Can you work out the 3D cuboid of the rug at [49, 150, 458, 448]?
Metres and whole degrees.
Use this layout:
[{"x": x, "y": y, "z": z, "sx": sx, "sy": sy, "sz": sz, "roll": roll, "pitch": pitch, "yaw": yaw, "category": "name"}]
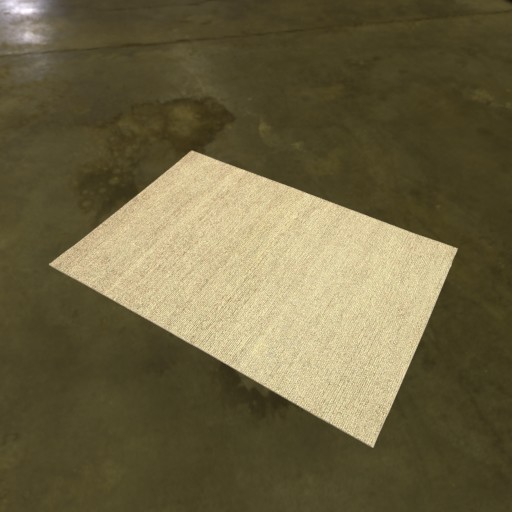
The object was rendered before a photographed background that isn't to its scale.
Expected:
[{"x": 0.000, "y": 0.000, "z": 3.055, "sx": 2.342, "sy": 0.030, "sz": 1.609, "roll": 24, "pitch": 51, "yaw": 21, "category": "rug"}]
